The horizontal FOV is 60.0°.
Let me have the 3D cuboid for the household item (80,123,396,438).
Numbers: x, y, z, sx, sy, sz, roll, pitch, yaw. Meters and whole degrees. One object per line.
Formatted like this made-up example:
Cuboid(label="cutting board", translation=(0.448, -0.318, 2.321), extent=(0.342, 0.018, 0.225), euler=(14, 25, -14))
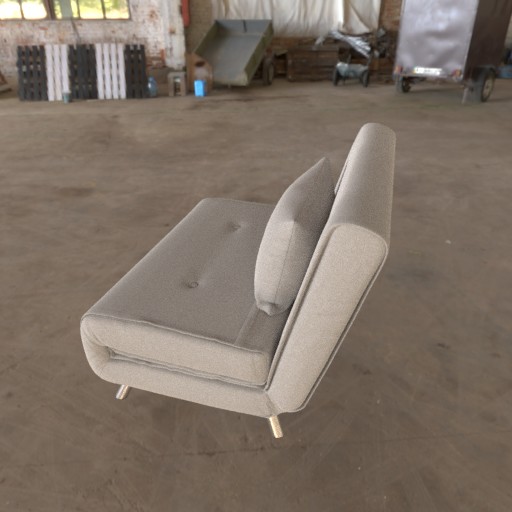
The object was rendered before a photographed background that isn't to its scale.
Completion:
Cuboid(label="household item", translation=(0.000, 0.000, 1.628), extent=(0.874, 0.800, 1.000), euler=(8, 31, 14))
